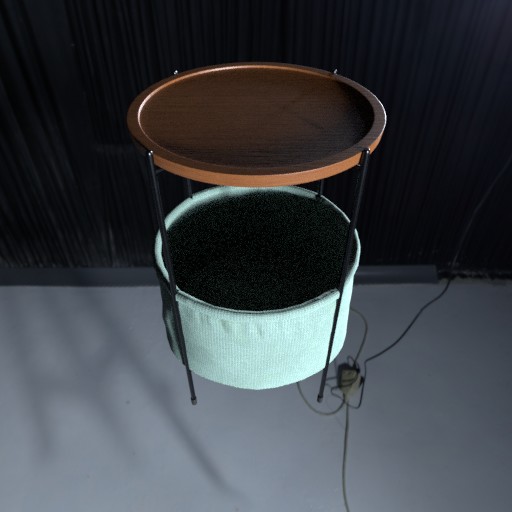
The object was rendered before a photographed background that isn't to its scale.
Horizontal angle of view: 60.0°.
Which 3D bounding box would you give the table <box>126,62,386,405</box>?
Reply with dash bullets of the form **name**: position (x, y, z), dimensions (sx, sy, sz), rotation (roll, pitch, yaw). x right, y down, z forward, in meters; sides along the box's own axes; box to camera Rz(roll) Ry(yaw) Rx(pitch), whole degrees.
- **table**: position (0.000, 0.000, 0.881), dimensions (0.400, 0.623, 0.400), rotation (-1, 42, -1)
